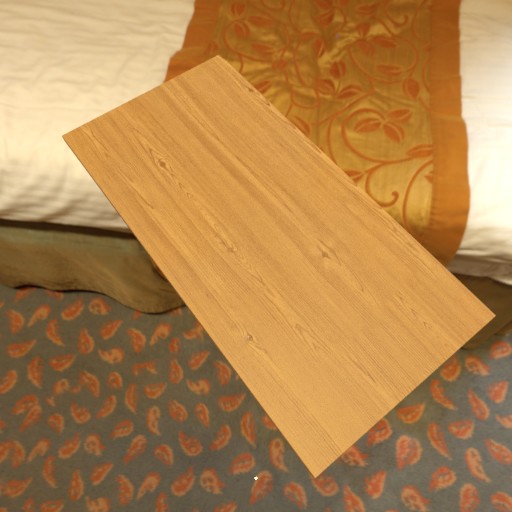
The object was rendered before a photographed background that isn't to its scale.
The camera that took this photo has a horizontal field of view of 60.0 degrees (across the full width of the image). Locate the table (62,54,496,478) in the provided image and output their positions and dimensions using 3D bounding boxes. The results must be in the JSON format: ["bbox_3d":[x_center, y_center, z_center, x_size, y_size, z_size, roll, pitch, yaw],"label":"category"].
[{"bbox_3d":[0.000,0.000,2.200,0.901,0.750,1.797,-34,68,-16],"label":"table"}]
